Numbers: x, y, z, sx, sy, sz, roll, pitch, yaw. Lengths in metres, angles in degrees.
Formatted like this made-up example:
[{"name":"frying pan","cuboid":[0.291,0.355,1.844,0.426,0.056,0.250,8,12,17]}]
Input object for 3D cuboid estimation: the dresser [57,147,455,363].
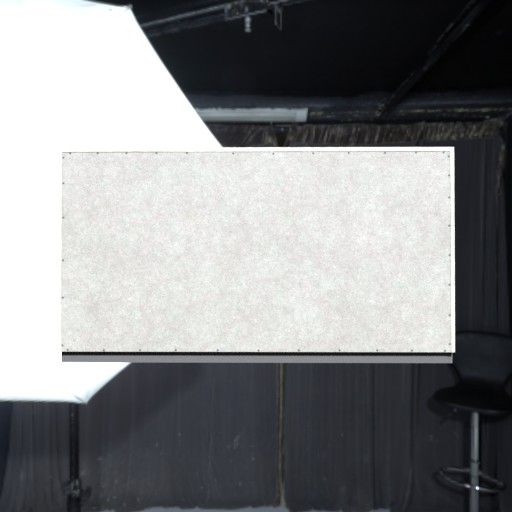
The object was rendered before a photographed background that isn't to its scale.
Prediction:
[{"name":"dresser","cuboid":[0.000,0.000,2.058,1.628,0.889,0.483,0,0,1]}]
